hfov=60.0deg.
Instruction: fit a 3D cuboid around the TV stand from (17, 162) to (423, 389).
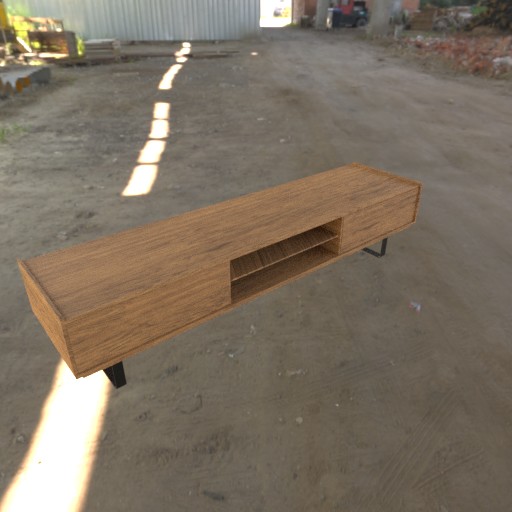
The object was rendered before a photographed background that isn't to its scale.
[{"bbox_3d":[0.000,0.000,1.999,1.796,0.415,0.467,-22,36,-33],"label":"TV stand"}]
